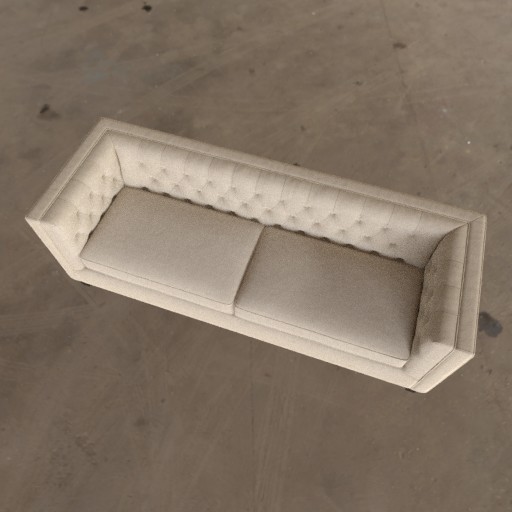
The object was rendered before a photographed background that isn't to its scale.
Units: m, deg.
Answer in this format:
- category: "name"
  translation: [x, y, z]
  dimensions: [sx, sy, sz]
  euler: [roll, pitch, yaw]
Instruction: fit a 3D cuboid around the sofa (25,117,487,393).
- category: "sofa"
  translation: [0.000, 0.000, 2.505]
  dimensions: [2.159, 0.762, 0.775]
  euler: [16, 60, 10]
